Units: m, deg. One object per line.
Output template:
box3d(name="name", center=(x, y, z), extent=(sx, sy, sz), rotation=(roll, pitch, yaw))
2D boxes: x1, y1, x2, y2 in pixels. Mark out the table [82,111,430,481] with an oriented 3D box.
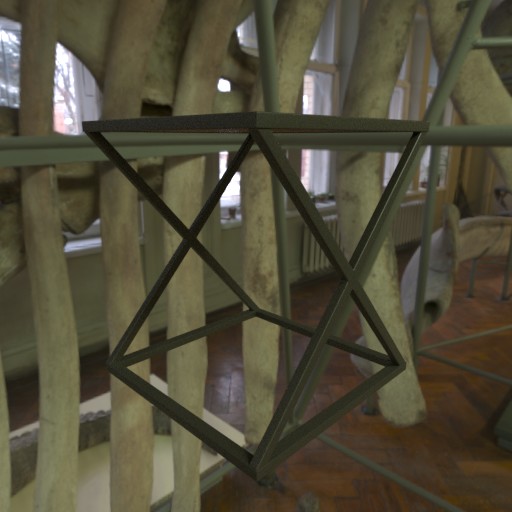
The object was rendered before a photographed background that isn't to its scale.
box3d(name="table", center=(0.000, 0.000, 0.971), extent=(0.500, 0.565, 0.500), rotation=(14, 21, 43))
